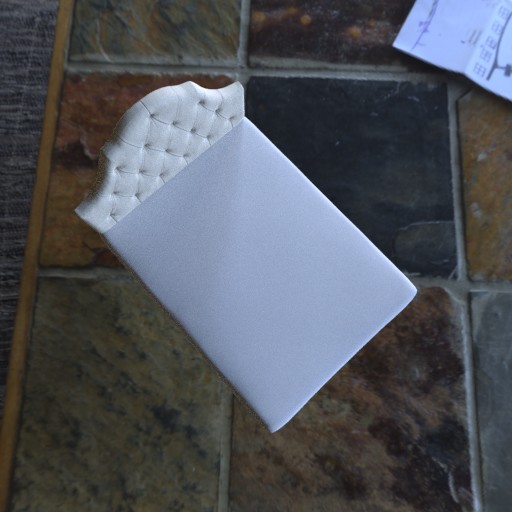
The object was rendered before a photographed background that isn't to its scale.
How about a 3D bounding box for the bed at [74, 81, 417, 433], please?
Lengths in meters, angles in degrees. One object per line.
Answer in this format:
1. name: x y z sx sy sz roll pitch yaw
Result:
1. bed: 0.000 0.000 3.239 1.627 1.575 2.092 -41 80 -9
